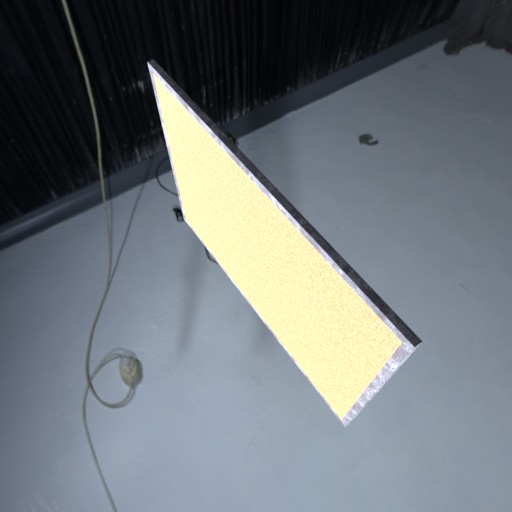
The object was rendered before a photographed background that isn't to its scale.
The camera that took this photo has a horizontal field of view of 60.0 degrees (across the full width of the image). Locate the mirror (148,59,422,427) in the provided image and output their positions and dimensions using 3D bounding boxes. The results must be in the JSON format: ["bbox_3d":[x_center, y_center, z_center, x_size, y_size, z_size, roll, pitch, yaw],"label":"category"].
[{"bbox_3d":[0.000,0.000,1.443,0.022,0.795,1.101,-31,63,-18],"label":"mirror"}]
